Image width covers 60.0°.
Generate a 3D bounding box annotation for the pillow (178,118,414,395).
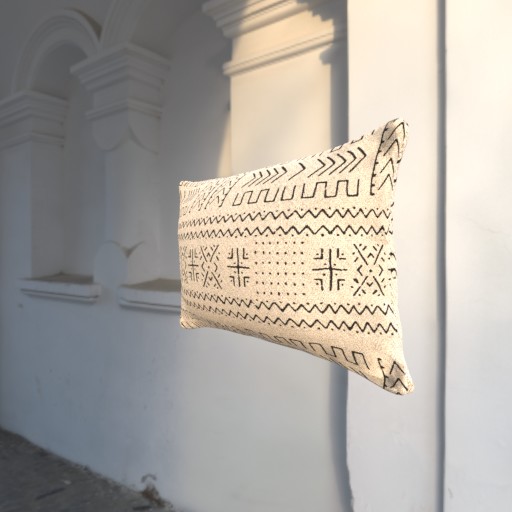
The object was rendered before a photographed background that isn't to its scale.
[{"bbox_3d":[0.000,0.000,0.803,0.188,0.352,0.637,0,1,-36],"label":"pillow"}]
